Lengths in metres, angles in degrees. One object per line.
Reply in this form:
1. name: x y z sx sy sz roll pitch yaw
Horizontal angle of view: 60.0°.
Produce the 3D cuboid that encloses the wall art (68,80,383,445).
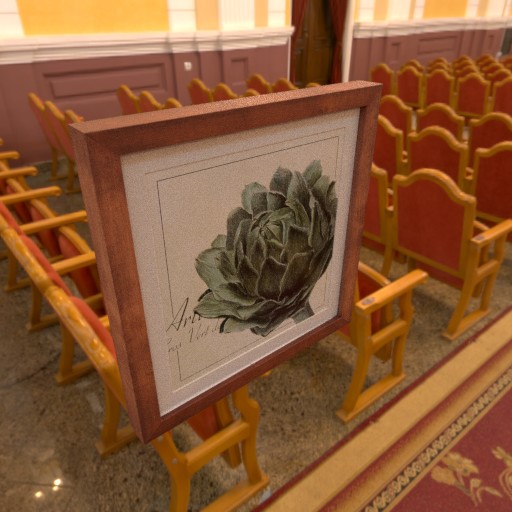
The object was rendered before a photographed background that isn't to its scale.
1. wall art: 0.000 0.000 0.570 0.386 0.385 0.038 -22 37 -33
